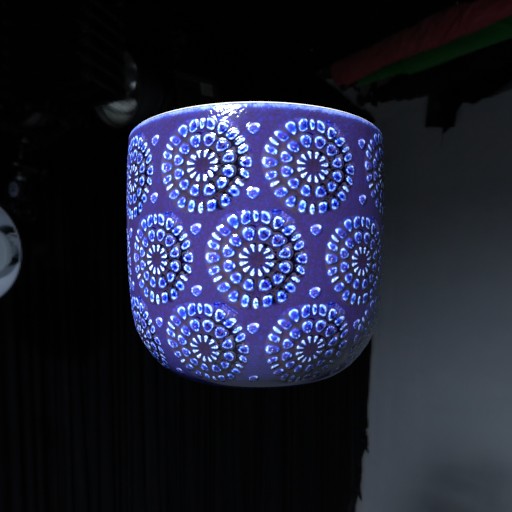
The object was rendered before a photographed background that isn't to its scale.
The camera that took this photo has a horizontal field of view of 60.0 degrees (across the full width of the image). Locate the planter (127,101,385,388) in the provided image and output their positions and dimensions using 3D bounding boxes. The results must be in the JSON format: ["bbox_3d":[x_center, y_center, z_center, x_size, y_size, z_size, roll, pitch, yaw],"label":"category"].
[{"bbox_3d":[0.000,0.000,0.295,0.165,0.149,0.165,0,-1,0],"label":"planter"}]
